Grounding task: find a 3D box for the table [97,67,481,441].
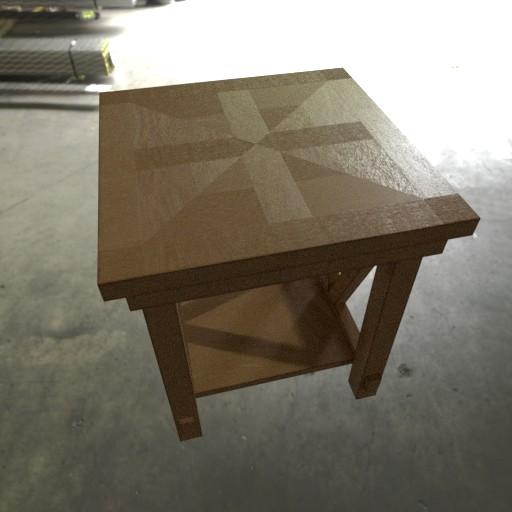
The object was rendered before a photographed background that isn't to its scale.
[{"bbox_3d":[0.000,0.000,1.111,0.610,0.638,0.612,-10,46,-9],"label":"table"}]
